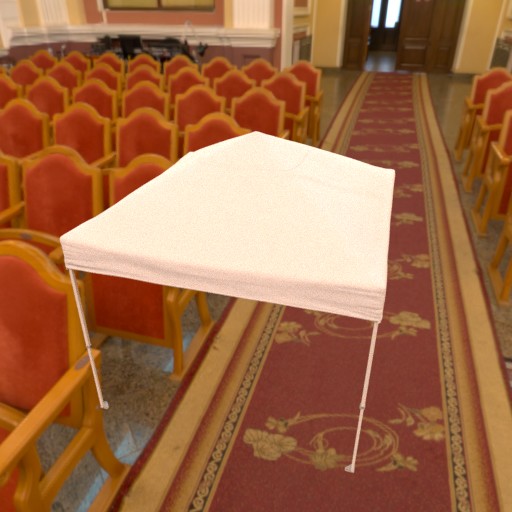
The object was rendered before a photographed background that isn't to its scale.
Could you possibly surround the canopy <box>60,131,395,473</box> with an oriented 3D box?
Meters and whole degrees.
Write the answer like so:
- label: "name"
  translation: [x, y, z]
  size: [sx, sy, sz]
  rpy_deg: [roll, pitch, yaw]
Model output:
- label: "canopy"
  translation: [0.000, 0.000, 5.388]
  size: [2.998, 2.997, 2.996]
  rpy_deg: [8, 30, 15]
